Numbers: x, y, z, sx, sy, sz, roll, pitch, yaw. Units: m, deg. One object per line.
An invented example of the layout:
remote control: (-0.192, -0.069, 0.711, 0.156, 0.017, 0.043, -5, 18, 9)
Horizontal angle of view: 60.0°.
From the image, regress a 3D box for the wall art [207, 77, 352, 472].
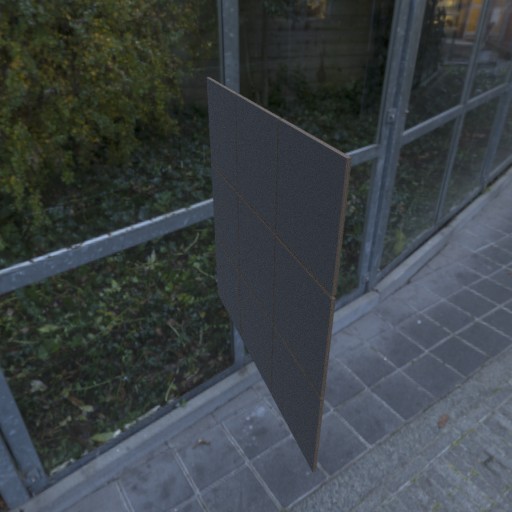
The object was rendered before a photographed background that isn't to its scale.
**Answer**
wall art: (0.000, 0.000, 1.841, 0.013, 1.216, 1.216, -11, 33, -18)
